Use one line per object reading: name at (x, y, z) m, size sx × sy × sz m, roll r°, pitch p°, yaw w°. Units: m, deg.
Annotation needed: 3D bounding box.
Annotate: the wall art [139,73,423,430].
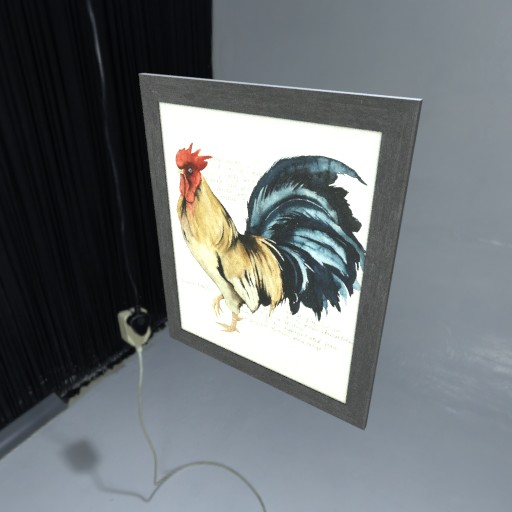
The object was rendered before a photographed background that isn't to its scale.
wall art at (0.000, 0.000, 0.783) m, size 0.476 × 0.570 × 0.013 m, roll 18°, pitch 33°, yaw 29°
